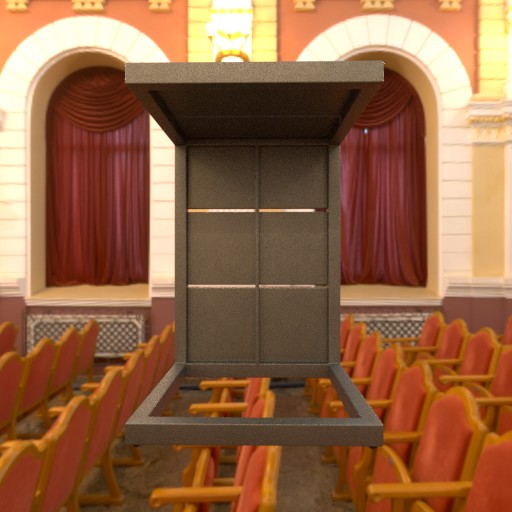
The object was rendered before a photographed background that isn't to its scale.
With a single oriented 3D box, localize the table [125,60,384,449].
[{"bbox_3d":[0.000,0.000,0.903,0.405,0.609,0.420,0,0,1],"label":"table"}]
